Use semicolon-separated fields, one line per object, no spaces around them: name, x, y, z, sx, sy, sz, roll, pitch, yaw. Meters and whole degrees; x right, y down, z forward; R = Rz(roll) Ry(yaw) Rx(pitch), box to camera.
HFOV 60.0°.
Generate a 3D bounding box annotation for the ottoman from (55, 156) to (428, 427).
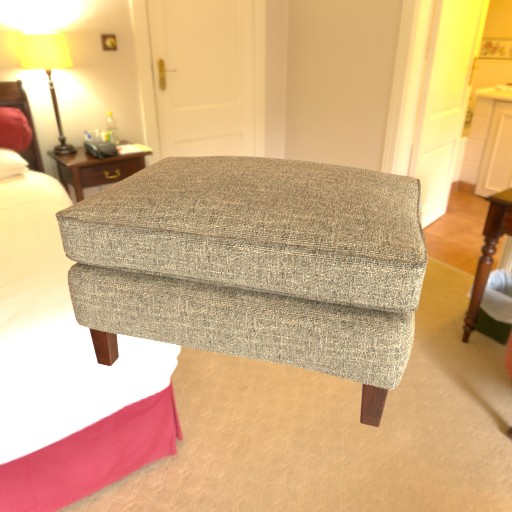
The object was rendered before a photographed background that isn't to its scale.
ottoman;0.000;0.000;1.001;0.686;0.406;0.508;8;28;15
